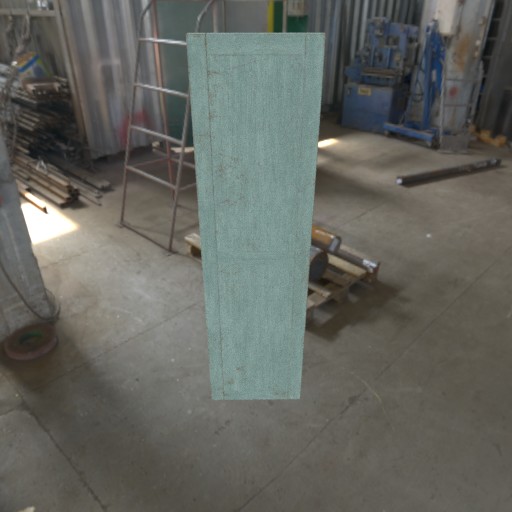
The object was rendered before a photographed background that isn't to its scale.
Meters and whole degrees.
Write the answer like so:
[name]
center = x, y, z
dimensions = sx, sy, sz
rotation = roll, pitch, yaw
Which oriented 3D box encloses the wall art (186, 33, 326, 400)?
[wall art]
center = 0.000, 0.000, 1.355
dimensions = 0.329, 1.219, 0.025
rotation = 0, 30, -1
